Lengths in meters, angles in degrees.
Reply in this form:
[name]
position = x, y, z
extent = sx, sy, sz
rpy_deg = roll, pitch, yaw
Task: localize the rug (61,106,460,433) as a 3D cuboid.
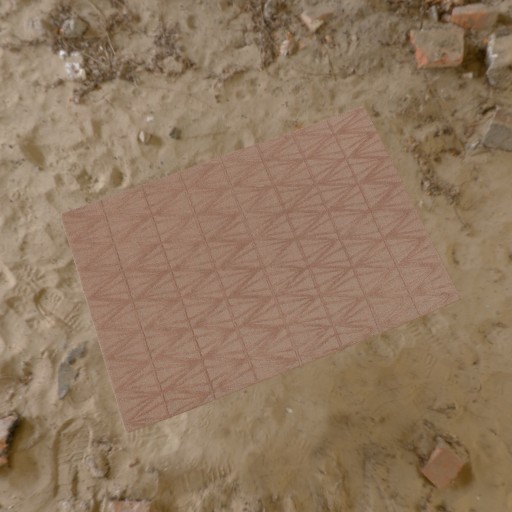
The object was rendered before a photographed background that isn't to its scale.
[rug]
position = 0.000, 0.000, 2.375
extent = 1.837, 0.025, 1.230
rpy_deg = -21, 78, -5
